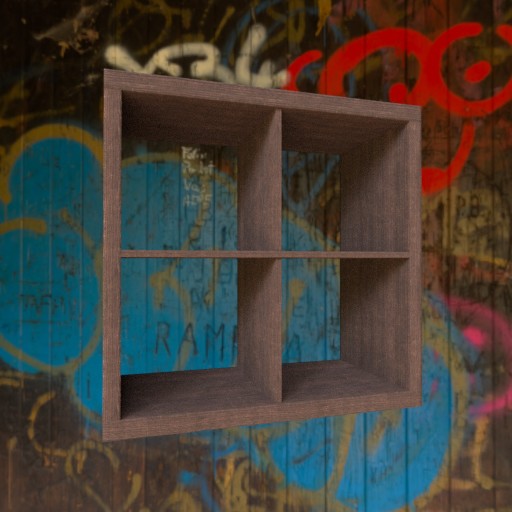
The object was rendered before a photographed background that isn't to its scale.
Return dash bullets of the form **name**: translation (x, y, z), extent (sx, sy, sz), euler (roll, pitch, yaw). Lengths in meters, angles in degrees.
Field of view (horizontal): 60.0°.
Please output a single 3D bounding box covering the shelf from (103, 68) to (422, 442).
- **shelf**: translation (0.000, 0.000, 1.234), extent (0.790, 0.786, 0.390), euler (0, -1, -17)
